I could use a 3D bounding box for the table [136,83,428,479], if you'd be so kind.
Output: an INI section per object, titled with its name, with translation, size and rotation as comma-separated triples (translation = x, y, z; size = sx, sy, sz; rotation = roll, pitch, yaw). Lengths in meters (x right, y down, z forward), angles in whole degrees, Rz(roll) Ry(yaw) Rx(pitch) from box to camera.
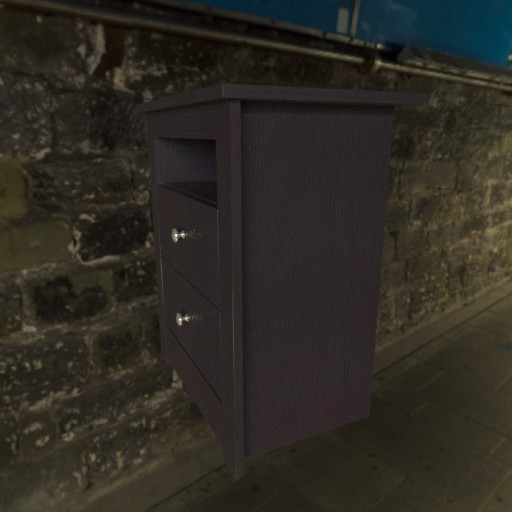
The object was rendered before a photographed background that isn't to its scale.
[table]
translation = 0.000, 0.000, 1.071
size = 0.408, 0.711, 0.589
rotation = -8, 17, -25
